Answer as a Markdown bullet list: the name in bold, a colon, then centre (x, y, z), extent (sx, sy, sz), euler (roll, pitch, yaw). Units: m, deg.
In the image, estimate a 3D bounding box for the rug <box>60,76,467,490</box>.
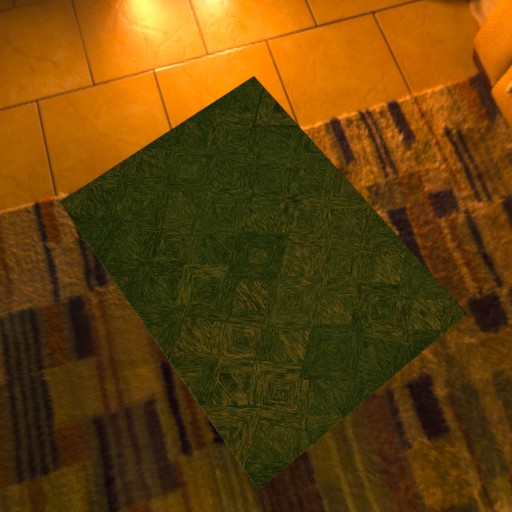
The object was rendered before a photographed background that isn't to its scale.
- **rug**: centre (0.000, 0.000, 4.204), extent (2.405, 0.027, 3.217), euler (-36, 77, -10)
